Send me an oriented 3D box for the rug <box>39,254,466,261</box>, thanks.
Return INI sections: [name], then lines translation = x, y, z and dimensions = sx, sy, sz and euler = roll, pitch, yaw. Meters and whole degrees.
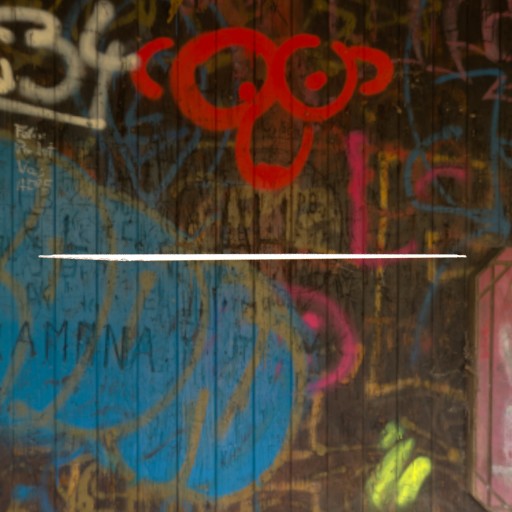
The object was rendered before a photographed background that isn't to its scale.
[rug]
translation = 0.000, 0.000, 2.293
dimensions = 1.872, 0.013, 1.243
euler = 0, 1, -36
